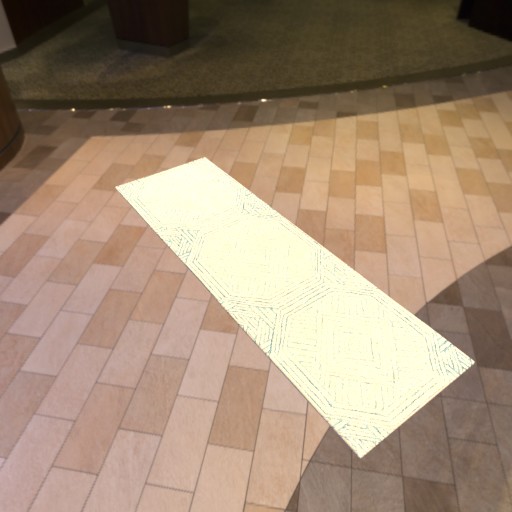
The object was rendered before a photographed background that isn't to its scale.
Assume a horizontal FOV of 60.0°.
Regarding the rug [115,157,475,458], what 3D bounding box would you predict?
[{"bbox_3d":[0.000,0.000,2.663,0.775,0.012,2.452,-25,47,-26],"label":"rug"}]
